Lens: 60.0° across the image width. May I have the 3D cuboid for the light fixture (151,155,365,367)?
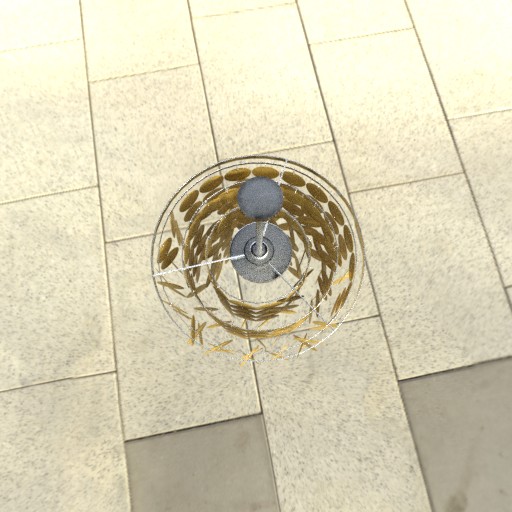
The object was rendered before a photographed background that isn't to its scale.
[{"bbox_3d":[0.000,0.000,0.749,0.368,0.492,0.368,0,75,0],"label":"light fixture"}]
